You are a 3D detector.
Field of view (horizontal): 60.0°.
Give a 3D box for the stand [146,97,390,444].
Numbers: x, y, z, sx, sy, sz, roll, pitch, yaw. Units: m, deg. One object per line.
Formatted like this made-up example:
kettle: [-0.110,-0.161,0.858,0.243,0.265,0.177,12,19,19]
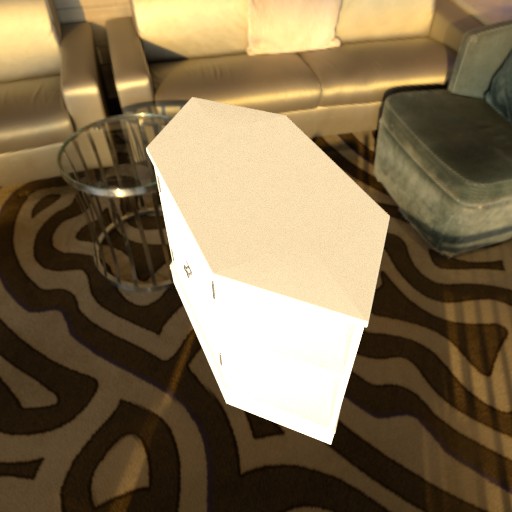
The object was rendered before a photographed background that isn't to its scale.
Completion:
stand: [0.000,0.000,1.439,0.477,0.614,1.072,-18,48,-17]
